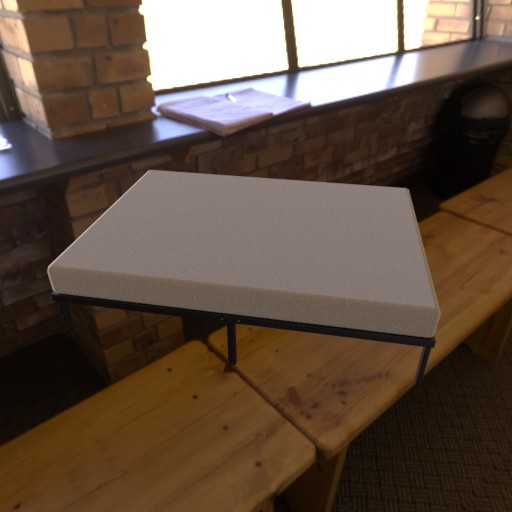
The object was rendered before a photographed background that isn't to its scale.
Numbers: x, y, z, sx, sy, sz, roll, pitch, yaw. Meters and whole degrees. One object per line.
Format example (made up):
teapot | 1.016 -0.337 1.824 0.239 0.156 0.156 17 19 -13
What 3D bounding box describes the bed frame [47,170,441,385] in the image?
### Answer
bed frame | 0.000 0.000 3.803 2.842 0.680 2.205 10 34 15
